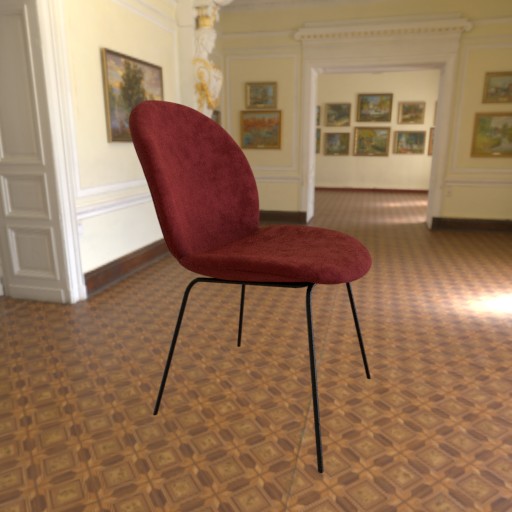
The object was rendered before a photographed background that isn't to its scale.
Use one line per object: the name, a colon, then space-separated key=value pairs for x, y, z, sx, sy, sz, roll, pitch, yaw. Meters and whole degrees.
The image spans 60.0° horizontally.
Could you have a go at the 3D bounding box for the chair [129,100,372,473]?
chair: x=0.000 y=0.000 z=1.163 sx=0.587 sy=0.791 sz=0.458 roll=7 pitch=16 yaw=26
